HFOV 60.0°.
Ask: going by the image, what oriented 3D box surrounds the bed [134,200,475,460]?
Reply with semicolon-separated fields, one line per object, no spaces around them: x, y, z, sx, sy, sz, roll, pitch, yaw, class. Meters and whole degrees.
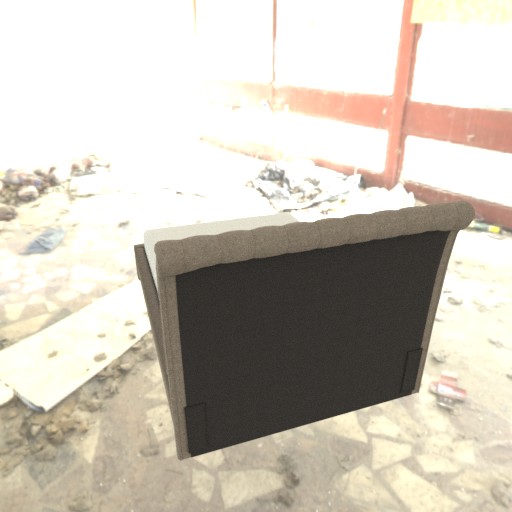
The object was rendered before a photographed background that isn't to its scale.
0.000;0.000;3.295;1.645;1.371;2.252;-9;28;-17;bed
